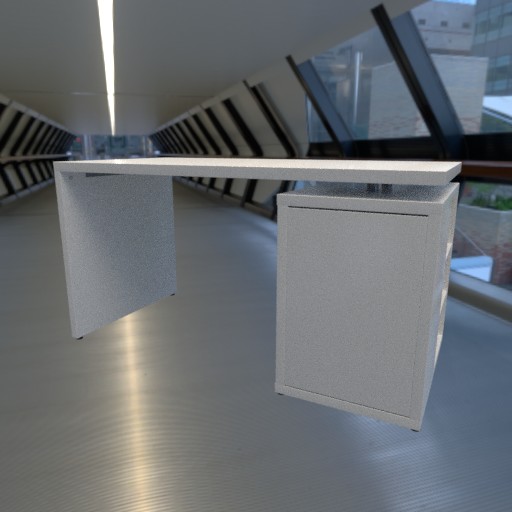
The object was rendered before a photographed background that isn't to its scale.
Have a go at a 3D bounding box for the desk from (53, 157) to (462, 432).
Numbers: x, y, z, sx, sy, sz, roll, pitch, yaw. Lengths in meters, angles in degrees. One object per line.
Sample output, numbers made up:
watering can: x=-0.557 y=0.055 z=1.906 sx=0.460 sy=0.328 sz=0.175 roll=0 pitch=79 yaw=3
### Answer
desk: x=0.000 y=0.000 z=1.782 sx=1.400 sy=0.740 sz=0.690 roll=7 pitch=16 yaw=26
